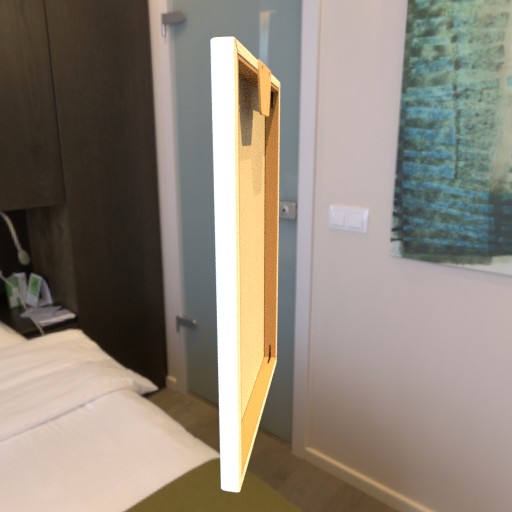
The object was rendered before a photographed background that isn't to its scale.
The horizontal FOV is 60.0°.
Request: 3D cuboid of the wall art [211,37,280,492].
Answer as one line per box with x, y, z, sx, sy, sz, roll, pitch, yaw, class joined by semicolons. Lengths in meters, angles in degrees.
0.000;0.000;1.131;0.048;0.902;0.602;3;15;10;wall art
